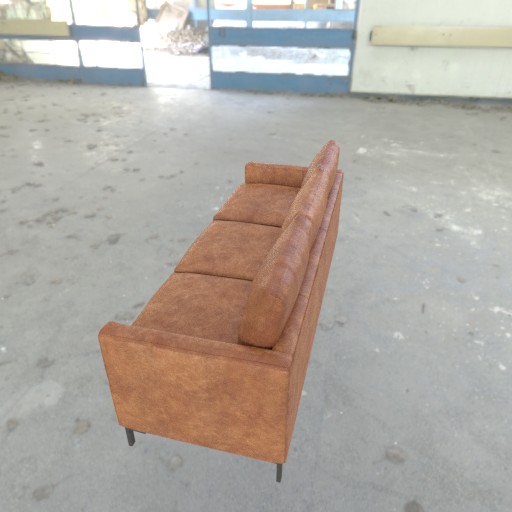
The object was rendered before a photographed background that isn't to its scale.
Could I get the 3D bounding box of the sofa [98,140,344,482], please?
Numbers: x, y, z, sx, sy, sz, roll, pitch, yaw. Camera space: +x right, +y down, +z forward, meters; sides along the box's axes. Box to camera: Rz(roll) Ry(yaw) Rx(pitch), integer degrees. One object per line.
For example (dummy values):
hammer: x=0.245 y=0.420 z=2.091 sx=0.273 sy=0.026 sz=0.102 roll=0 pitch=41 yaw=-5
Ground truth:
sofa: x=0.000 y=0.000 z=2.423 sx=0.748 sy=0.863 sz=2.029 roll=7 pitch=31 yaw=13
